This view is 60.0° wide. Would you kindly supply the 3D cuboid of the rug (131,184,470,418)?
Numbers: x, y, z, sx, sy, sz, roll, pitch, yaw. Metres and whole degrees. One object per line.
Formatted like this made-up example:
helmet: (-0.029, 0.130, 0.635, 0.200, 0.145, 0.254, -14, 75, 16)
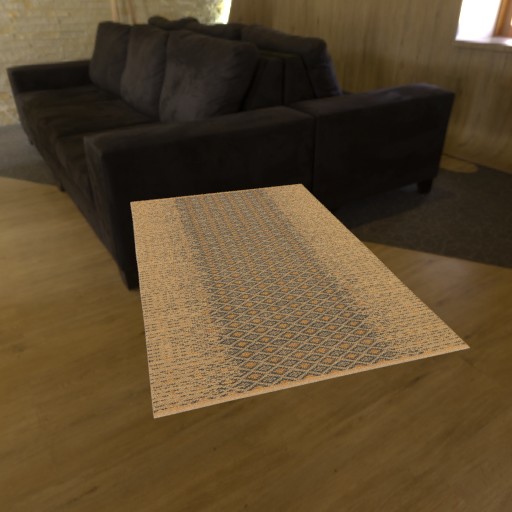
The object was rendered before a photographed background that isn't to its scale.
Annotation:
rug: (0.000, 0.000, 2.350, 1.219, 0.005, 1.828, -8, 31, -14)
